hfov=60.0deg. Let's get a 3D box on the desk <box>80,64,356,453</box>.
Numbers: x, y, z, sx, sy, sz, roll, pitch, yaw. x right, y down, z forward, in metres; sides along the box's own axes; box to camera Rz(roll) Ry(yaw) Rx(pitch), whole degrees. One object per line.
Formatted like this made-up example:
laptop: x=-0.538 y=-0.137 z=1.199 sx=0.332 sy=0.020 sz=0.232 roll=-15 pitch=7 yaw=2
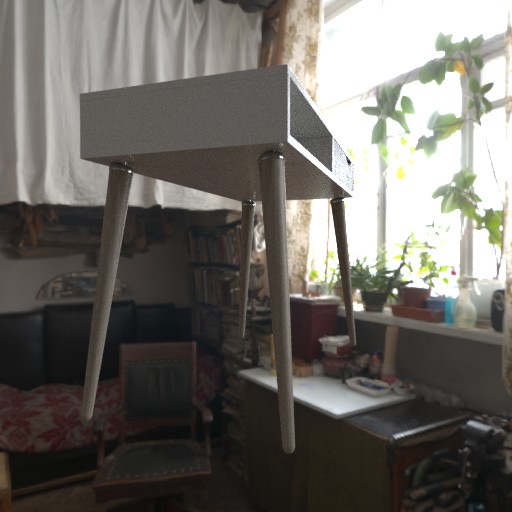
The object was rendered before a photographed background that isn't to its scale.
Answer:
desk: x=0.000 y=0.000 z=1.357 sx=0.491 sy=0.723 sz=0.979 roll=0 pitch=1 yaw=19
